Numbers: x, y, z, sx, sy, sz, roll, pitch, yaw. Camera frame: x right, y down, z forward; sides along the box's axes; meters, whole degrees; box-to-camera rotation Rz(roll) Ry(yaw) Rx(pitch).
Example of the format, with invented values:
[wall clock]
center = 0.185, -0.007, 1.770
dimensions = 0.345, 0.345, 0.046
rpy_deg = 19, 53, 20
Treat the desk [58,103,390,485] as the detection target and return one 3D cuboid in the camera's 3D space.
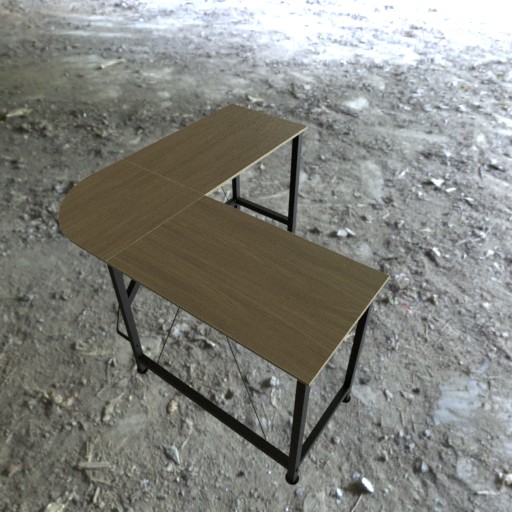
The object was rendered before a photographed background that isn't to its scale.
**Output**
[desk]
center = 0.000, 0.000, 2.207
dimensions = 1.400, 0.762, 1.400
rpy_deg = 26, 47, 27
